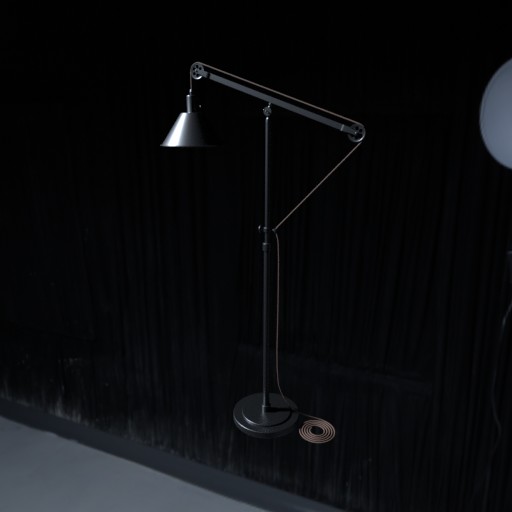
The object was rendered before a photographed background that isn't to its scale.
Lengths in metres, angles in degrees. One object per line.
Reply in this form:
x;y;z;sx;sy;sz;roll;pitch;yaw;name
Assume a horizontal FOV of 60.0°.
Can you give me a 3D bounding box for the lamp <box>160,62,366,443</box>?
0.000;0.000;1.974;0.904;1.626;0.319;8;18;25;lamp
